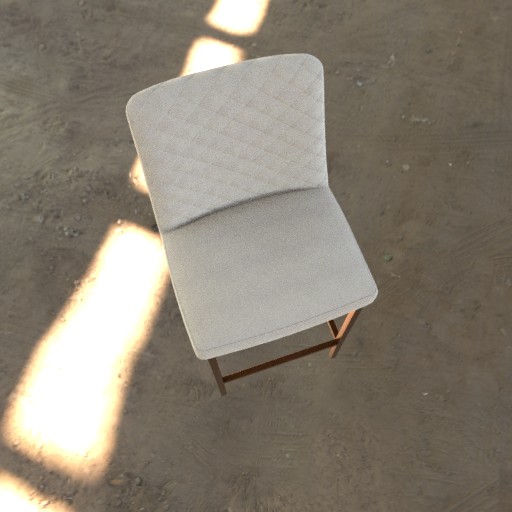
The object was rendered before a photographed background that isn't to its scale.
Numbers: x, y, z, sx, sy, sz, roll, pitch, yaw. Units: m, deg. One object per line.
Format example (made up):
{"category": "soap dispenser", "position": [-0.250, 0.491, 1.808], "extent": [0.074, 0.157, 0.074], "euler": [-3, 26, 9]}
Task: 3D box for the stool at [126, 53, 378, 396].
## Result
{"category": "stool", "position": [0.000, 0.000, 1.338], "extent": [0.507, 0.973, 0.576], "euler": [-17, 65, -8]}
